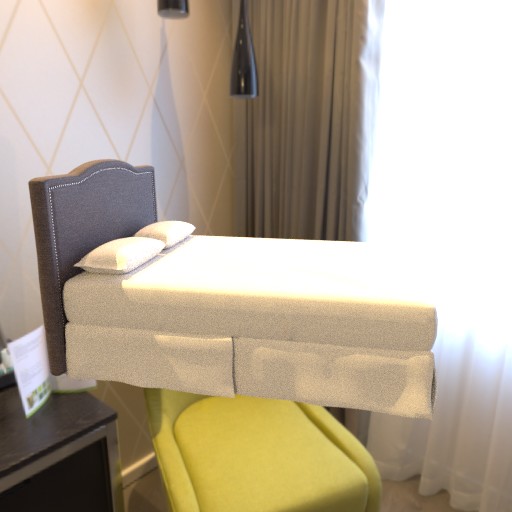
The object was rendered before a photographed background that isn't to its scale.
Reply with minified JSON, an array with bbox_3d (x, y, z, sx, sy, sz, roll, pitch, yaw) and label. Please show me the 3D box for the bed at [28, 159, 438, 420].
[{"bbox_3d":[0.000,0.000,3.412,2.507,1.441,1.741,3,15,11],"label":"bed"}]
